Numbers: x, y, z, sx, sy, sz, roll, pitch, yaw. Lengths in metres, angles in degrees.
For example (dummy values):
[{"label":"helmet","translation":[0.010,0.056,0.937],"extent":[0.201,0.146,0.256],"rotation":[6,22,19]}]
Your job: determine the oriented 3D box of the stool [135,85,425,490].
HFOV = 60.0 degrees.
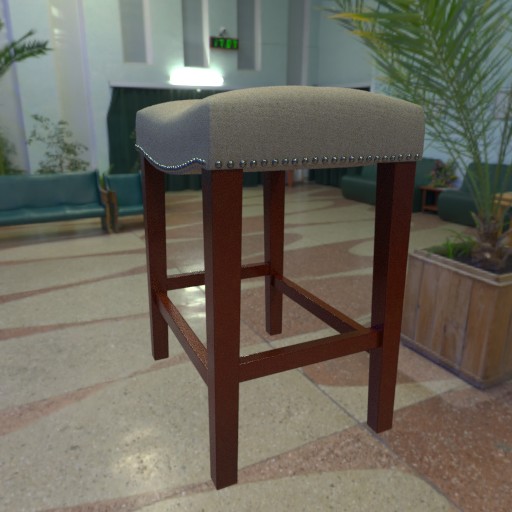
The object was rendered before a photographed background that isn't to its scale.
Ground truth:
[{"label":"stool","translation":[0.000,0.000,0.922],"extent":[0.375,0.632,0.509],"rotation":[-8,18,-24]}]
